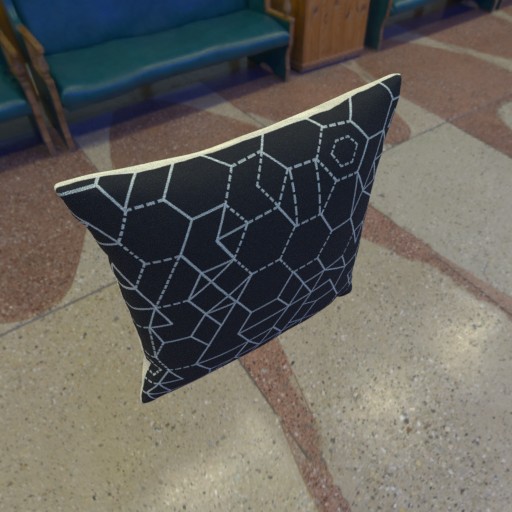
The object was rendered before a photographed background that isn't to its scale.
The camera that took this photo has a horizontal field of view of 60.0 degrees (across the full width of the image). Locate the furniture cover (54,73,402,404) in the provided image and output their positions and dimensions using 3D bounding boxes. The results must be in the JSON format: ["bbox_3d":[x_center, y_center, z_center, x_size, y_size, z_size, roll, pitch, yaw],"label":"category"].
[{"bbox_3d":[0.000,0.000,0.751,0.517,0.508,0.158,-25,51,-22],"label":"furniture cover"}]
